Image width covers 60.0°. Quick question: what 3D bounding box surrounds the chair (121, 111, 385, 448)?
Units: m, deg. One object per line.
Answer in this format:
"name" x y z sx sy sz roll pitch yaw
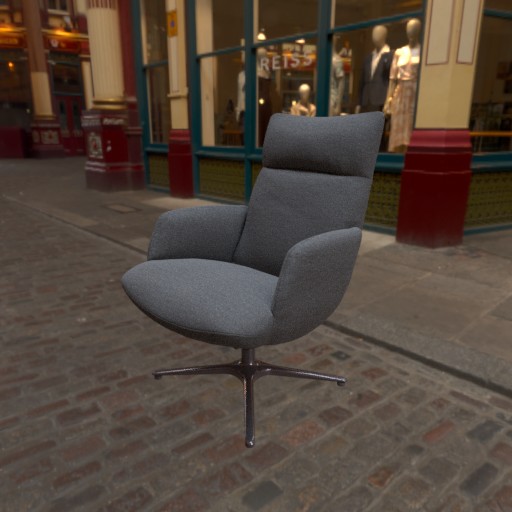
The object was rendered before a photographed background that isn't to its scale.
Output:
"chair" 0.000 0.000 1.583 0.831 0.984 0.702 -16 23 -42
